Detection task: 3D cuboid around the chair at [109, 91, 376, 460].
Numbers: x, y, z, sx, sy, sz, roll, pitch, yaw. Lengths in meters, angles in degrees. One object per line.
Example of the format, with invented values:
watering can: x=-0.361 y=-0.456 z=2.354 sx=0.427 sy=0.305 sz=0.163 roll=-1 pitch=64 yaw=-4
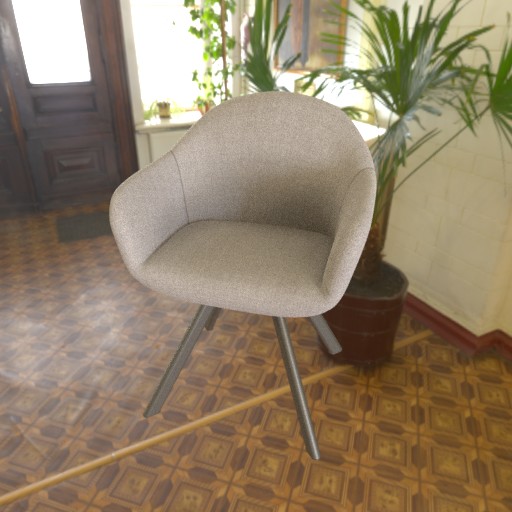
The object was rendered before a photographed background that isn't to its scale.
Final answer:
chair: x=0.000 y=0.000 z=1.208 sx=0.590 sy=0.795 sz=0.550 roll=8 pitch=28 yaw=15
